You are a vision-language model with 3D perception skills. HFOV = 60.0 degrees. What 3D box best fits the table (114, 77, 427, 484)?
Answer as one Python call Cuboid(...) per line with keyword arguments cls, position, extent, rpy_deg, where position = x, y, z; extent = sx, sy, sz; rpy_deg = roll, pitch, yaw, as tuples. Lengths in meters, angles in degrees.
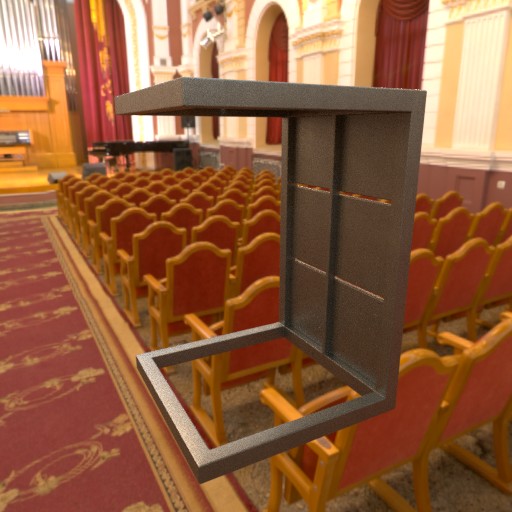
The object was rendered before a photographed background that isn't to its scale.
Cuboid(cls="table", position=(0.000, 0.000, 0.885), extent=(0.420, 0.609, 0.405), rpy_deg=(-8, 18, -27))
